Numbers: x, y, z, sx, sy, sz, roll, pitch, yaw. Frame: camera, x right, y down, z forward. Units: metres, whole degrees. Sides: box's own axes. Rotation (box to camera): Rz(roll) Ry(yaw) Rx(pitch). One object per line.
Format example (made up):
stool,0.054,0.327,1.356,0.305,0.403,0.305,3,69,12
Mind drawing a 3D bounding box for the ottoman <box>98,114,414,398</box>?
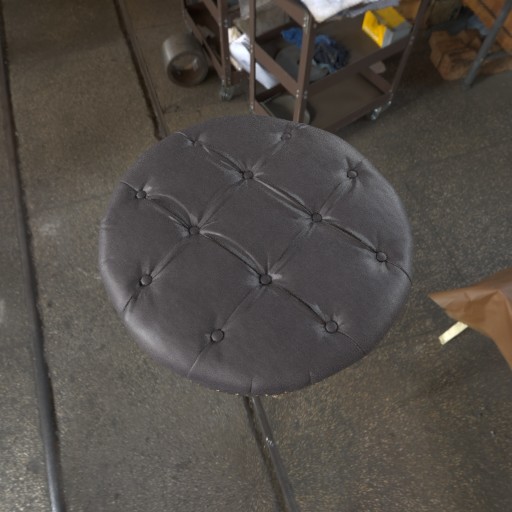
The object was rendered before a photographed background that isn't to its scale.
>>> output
ottoman,0.000,0.000,1.401,0.901,0.439,0.901,0,62,0
